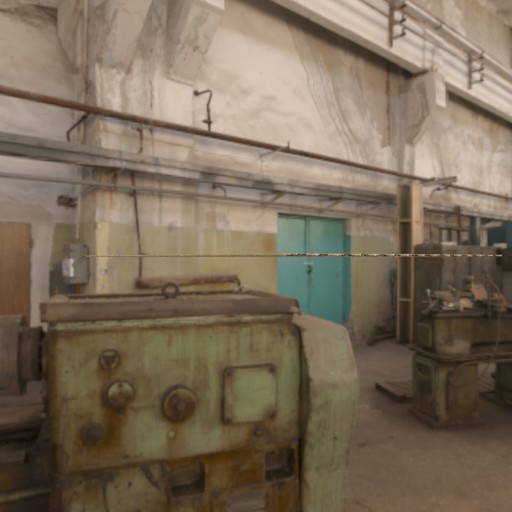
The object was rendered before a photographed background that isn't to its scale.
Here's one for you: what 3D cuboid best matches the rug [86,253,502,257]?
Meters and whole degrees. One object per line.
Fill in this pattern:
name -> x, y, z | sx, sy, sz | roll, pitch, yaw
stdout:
rug -> 0.000, 0.000, 2.913 | 1.544, 0.010, 2.435 | 0, 0, -37
